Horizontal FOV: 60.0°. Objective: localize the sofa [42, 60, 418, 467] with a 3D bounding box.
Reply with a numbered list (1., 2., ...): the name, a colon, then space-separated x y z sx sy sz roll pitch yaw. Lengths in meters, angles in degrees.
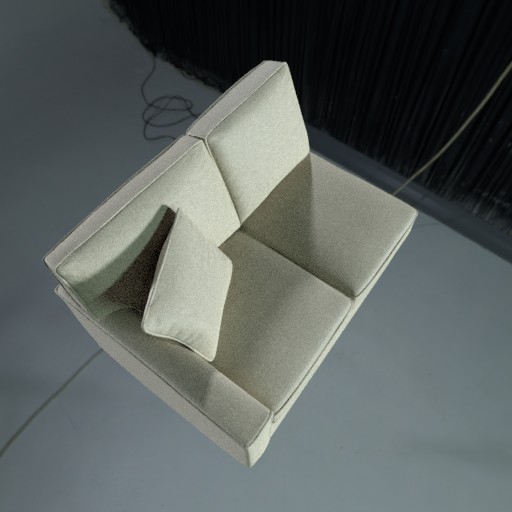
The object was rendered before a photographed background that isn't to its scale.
1. sofa: 0.000 0.000 2.009 0.991 0.989 1.388 32 63 18
